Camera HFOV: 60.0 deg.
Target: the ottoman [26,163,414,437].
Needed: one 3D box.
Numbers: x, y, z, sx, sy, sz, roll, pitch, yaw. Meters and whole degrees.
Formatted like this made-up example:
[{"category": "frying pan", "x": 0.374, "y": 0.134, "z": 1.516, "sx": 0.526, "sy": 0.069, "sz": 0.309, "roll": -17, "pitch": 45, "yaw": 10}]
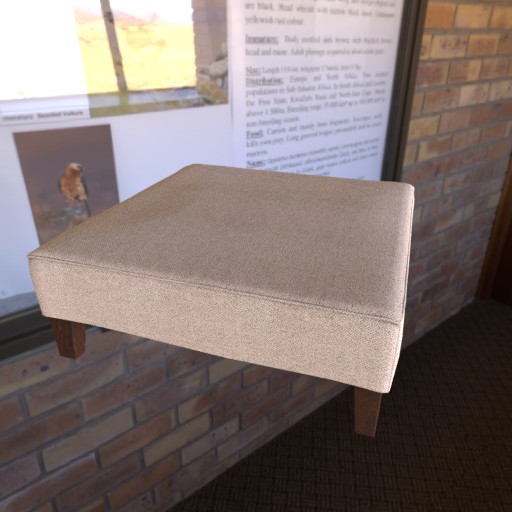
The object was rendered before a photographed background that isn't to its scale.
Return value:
[{"category": "ottoman", "x": 0.000, "y": 0.000, "z": 1.504, "sx": 0.973, "sy": 0.381, "sz": 0.982, "roll": 9, "pitch": 28, "yaw": 17}]
